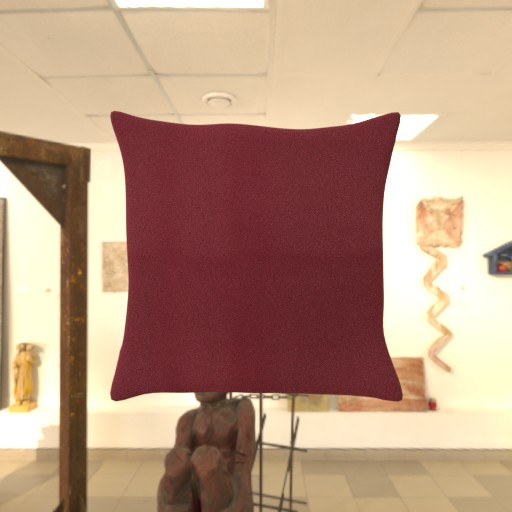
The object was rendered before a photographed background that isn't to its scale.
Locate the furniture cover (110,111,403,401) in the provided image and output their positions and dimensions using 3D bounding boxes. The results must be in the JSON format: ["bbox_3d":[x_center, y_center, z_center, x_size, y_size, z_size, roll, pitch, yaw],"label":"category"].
[{"bbox_3d":[0.000,0.000,0.784,0.514,0.513,0.163,0,-1,0],"label":"furniture cover"}]
